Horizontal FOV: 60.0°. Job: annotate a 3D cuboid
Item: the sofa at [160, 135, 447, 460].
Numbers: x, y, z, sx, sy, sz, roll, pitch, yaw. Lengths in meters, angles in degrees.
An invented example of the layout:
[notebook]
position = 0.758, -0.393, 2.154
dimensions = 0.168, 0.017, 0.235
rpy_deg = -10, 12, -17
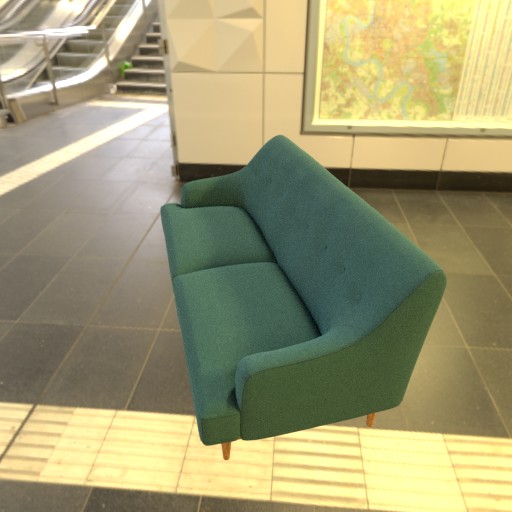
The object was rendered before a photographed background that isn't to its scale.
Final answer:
[sofa]
position = 0.000, 0.000, 2.558
dimensions = 0.978, 0.871, 2.057
rpy_deg = -7, 31, -13
